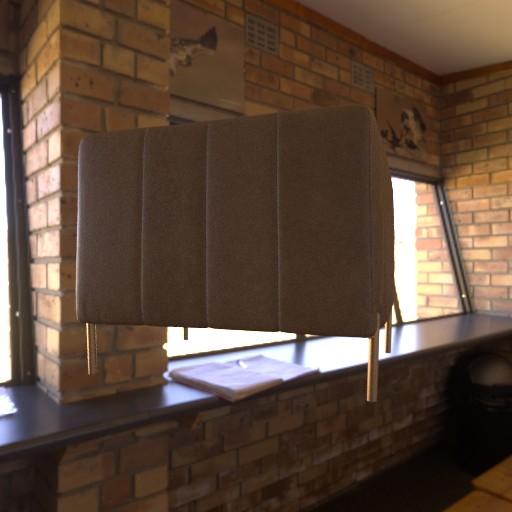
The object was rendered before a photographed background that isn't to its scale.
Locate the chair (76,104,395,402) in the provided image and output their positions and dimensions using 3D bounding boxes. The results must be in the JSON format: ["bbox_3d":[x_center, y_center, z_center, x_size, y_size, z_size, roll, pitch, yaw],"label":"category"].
[{"bbox_3d":[0.000,0.000,1.650,0.981,0.779,0.876,0,-1,19],"label":"chair"}]
